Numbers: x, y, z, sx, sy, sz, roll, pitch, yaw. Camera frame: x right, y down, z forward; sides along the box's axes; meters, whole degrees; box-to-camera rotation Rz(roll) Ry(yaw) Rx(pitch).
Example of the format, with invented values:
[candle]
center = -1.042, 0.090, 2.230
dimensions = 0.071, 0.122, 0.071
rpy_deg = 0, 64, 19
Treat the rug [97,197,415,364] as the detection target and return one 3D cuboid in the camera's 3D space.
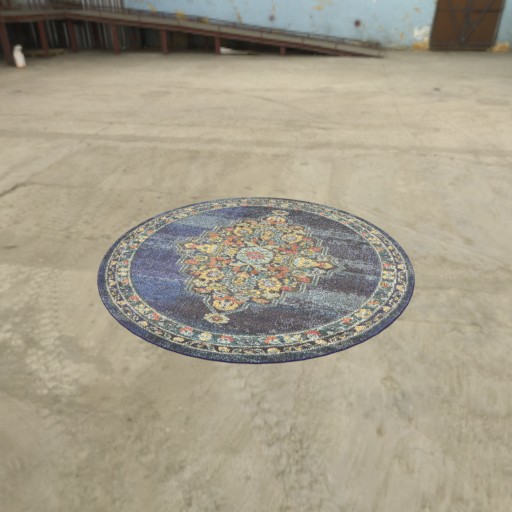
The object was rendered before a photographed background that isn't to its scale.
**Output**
[rug]
center = 0.000, 0.000, 3.484
dimensions = 2.386, 0.014, 2.386
rpy_deg = 0, 30, 0
